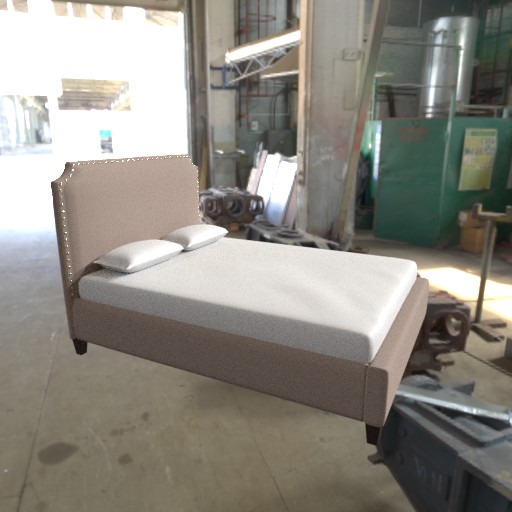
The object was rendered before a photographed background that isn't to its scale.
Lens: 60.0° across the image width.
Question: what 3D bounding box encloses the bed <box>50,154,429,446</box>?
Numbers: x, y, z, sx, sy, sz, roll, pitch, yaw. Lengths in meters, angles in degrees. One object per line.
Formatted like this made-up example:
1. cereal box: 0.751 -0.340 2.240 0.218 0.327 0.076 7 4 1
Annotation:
1. bed: 0.000 0.000 3.403 2.372 1.443 1.713 8 17 26
